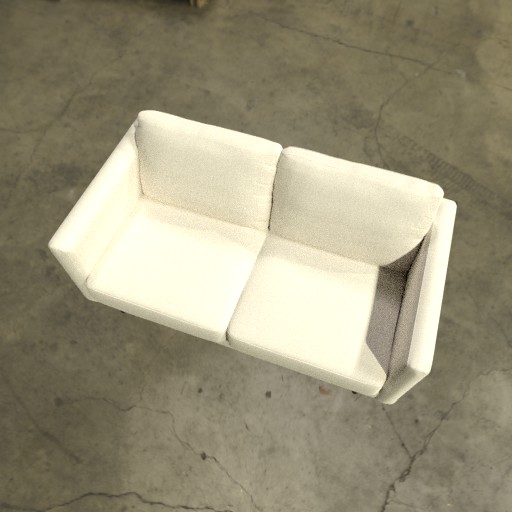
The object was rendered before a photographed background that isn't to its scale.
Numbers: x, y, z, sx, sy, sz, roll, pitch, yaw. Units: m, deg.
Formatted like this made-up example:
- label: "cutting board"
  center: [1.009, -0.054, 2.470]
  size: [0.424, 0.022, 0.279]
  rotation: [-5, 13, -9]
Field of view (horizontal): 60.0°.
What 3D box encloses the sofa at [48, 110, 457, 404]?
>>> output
- label: "sofa"
  center: [0.000, 0.000, 2.245]
  size: [1.713, 0.893, 0.940]
  rotation: [17, 61, 10]
